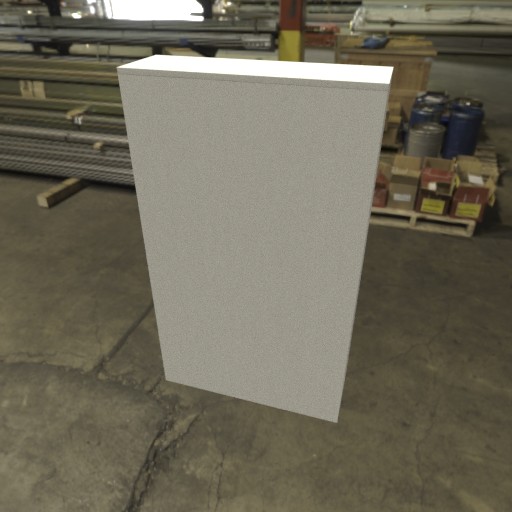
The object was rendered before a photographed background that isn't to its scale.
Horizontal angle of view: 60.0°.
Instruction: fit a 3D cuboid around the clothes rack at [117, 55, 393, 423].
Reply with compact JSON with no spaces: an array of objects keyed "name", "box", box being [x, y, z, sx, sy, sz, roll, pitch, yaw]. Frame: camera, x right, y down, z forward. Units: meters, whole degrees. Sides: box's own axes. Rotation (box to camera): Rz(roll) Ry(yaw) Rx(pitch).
[{"name":"clothes rack","box":[0.000,0.000,1.608,0.750,1.280,0.250,9,34,14]}]
